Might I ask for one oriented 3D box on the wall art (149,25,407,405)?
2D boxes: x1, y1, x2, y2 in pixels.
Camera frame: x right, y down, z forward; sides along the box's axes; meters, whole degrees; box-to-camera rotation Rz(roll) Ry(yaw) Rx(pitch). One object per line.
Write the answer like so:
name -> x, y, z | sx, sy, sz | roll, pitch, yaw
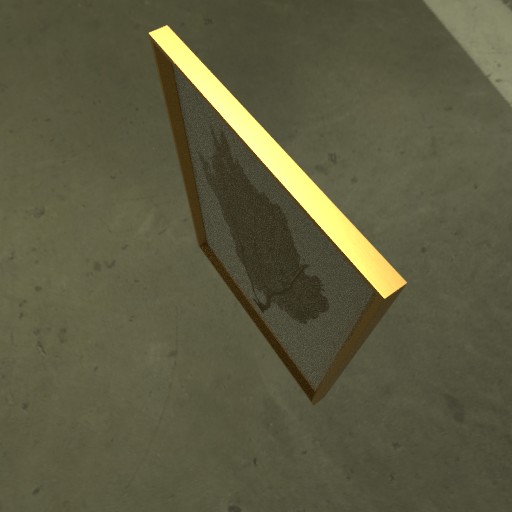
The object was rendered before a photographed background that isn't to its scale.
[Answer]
wall art -> 0.000, 0.000, 1.000 | 0.038, 0.762, 0.610 | -31, 66, -15
